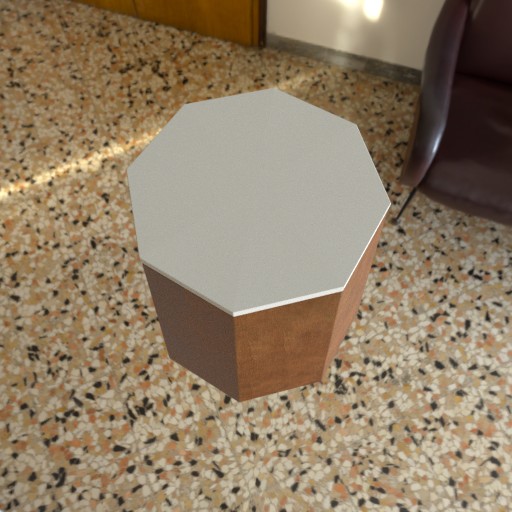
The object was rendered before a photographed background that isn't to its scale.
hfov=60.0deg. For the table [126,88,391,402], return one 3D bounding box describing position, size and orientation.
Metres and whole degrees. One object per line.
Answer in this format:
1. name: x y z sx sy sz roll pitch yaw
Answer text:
1. table: 0.000 0.000 0.821 0.439 0.457 0.439 -14 66 -7
